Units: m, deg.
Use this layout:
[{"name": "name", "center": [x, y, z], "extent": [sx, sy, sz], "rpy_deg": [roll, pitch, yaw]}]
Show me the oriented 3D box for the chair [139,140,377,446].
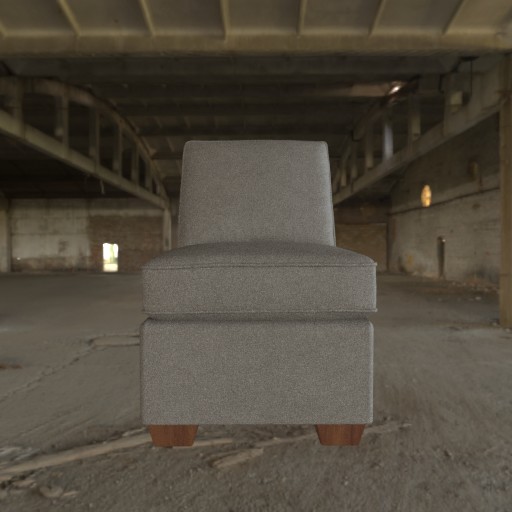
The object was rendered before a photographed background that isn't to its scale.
[{"name": "chair", "center": [0.000, 0.000, 1.553], "extent": [0.621, 0.970, 0.938], "rpy_deg": [0, 1, 0]}]
